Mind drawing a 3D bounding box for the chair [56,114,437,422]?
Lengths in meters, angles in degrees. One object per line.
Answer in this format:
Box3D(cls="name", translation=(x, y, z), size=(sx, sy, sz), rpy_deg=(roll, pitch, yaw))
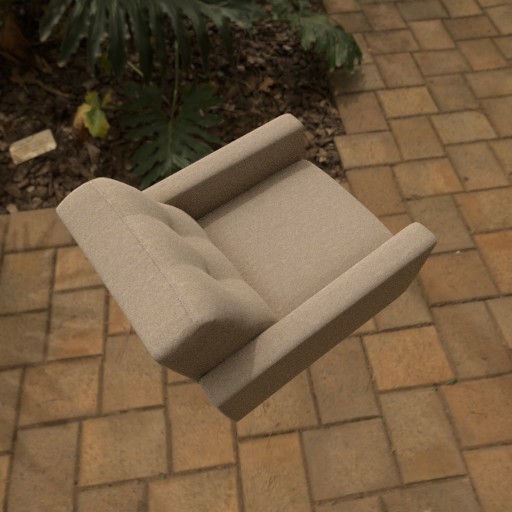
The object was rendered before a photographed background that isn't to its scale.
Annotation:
Box3D(cls="chair", translation=(0.000, 0.000, 1.818), size=(1.128, 0.965, 0.897), rpy_deg=(-33, 64, -19))
